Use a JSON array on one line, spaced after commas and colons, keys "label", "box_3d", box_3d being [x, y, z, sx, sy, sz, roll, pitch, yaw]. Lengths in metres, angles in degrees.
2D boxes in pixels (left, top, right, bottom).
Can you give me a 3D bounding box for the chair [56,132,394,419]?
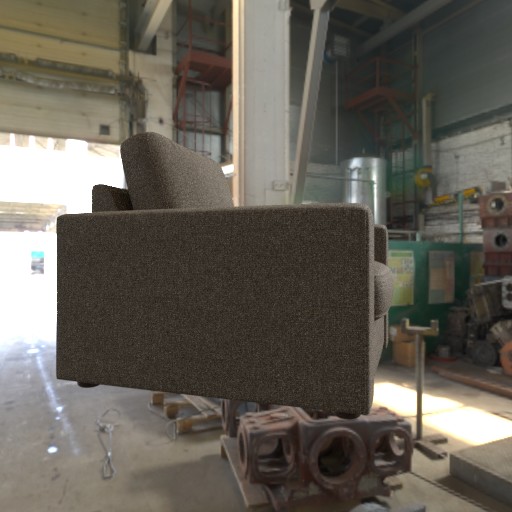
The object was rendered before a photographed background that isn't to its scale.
[{"label": "chair", "box_3d": [0.000, 0.000, 1.716, 1.016, 0.873, 1.005, 0, 0, 19]}]
